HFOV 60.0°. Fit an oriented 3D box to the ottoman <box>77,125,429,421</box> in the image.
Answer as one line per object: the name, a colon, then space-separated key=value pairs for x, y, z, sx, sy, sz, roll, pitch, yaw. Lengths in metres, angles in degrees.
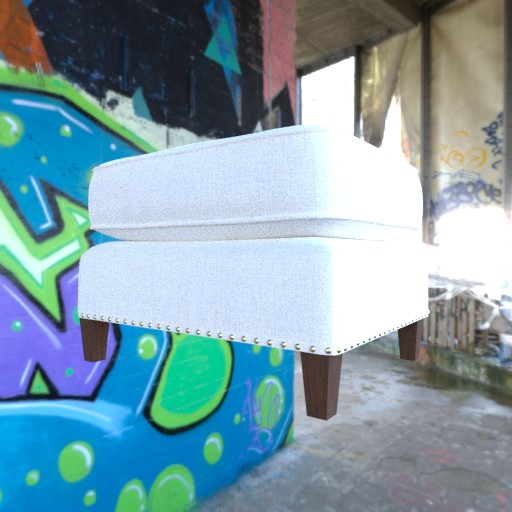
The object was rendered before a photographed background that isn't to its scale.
ottoman: x=0.000 y=0.000 z=1.157 sx=0.738 sy=0.537 sz=0.589 roll=0 pitch=1 yaw=36
